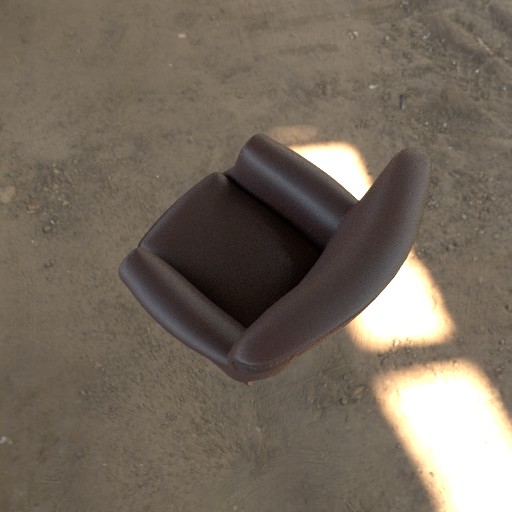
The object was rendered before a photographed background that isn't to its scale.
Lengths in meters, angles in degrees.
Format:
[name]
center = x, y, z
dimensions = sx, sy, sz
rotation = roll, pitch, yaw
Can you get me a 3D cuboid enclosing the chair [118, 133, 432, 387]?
[chair]
center = 0.000, 0.000, 1.365
dimensions = 0.746, 0.800, 0.700
rotation = 36, 69, 16
